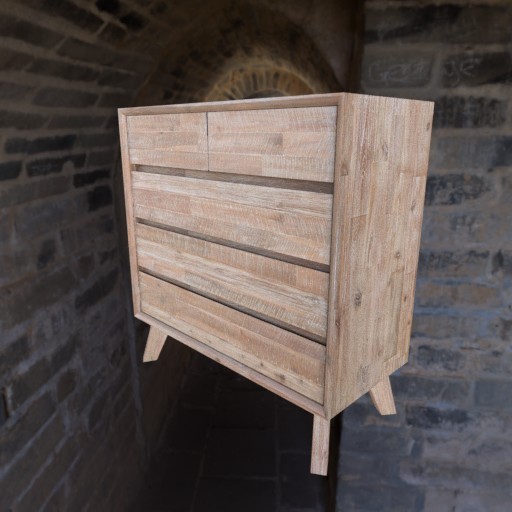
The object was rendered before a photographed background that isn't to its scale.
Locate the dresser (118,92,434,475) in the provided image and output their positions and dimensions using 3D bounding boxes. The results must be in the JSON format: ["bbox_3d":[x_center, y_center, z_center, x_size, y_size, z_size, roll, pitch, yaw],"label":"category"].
[{"bbox_3d":[0.000,0.000,1.599,0.998,1.029,0.455,15,22,43],"label":"dresser"}]
